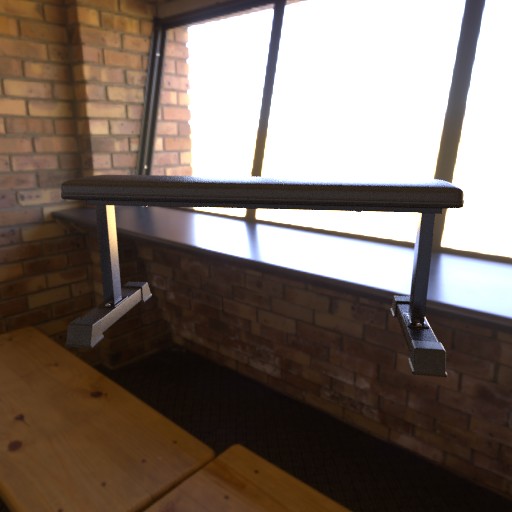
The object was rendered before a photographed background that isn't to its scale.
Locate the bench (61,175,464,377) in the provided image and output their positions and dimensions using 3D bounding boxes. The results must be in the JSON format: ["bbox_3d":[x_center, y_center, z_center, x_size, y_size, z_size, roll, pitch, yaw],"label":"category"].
[{"bbox_3d":[0.000,0.000,1.309,1.072,0.453,0.439,2,15,9],"label":"bench"}]
